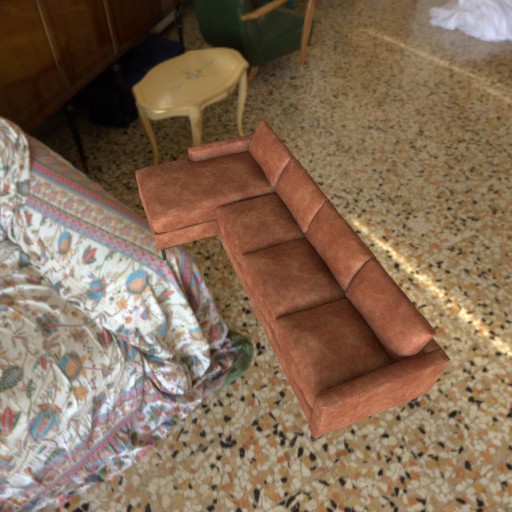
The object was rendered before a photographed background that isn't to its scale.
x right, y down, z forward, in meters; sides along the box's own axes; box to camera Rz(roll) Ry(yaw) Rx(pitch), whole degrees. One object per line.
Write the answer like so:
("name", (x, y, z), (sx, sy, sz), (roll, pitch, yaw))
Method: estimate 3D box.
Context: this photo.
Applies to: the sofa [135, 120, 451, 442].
("sofa", (0.000, 0.000, 3.704), (1.471, 0.859, 2.993), (-16, 48, -15))
